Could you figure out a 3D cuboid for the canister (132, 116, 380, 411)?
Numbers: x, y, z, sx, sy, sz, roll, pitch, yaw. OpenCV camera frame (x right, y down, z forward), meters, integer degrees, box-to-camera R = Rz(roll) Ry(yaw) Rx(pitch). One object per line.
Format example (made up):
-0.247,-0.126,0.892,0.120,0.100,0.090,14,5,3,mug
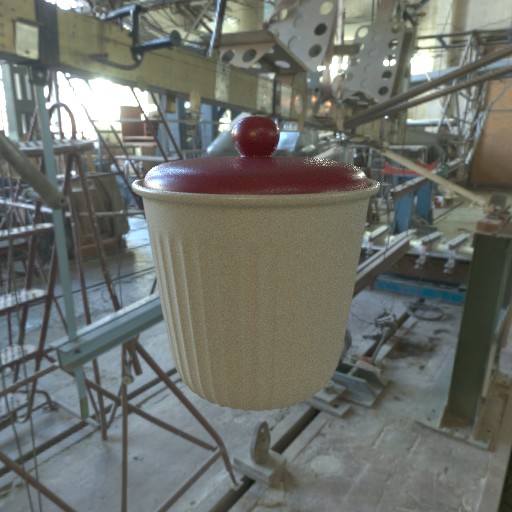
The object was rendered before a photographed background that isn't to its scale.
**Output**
0.000,0.000,0.349,0.181,0.211,0.181,0,15,0,canister
